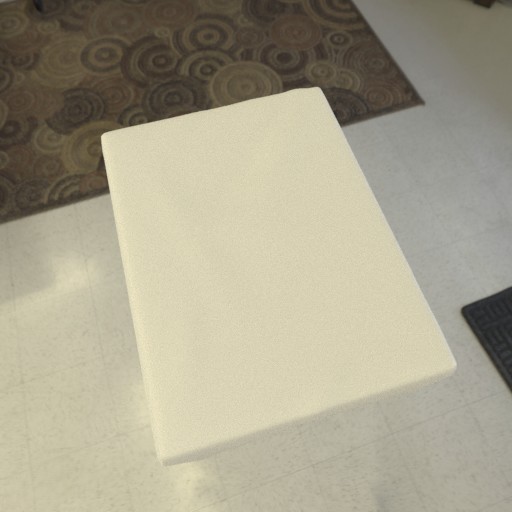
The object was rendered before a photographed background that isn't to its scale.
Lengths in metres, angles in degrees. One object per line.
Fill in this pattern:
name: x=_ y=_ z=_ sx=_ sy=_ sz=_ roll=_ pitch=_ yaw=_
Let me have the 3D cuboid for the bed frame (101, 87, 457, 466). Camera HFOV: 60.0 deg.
bed frame: x=0.000 y=0.000 z=2.854 sx=1.584 sy=0.667 sz=2.151 roll=-15 pitch=64 yaw=-7
